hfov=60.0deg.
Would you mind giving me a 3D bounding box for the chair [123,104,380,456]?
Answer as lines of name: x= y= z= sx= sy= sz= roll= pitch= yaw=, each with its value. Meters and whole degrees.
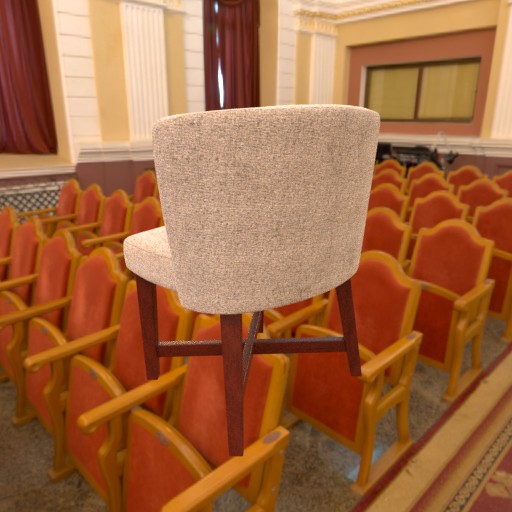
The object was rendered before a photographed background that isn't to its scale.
chair: x=0.000 y=0.000 z=1.298 sx=0.728 sy=0.827 sz=0.575 roll=-16 pitch=23 yaw=-41
